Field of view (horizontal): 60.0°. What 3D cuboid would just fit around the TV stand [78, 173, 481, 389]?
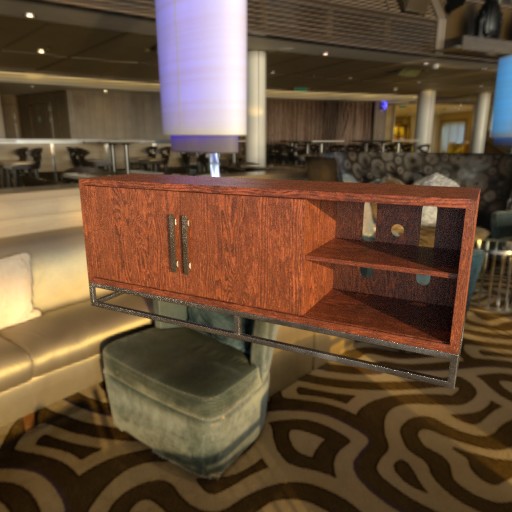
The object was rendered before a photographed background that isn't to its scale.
[{"bbox_3d":[0.000,0.000,1.770,1.541,0.578,0.382,7,16,27],"label":"TV stand"}]
